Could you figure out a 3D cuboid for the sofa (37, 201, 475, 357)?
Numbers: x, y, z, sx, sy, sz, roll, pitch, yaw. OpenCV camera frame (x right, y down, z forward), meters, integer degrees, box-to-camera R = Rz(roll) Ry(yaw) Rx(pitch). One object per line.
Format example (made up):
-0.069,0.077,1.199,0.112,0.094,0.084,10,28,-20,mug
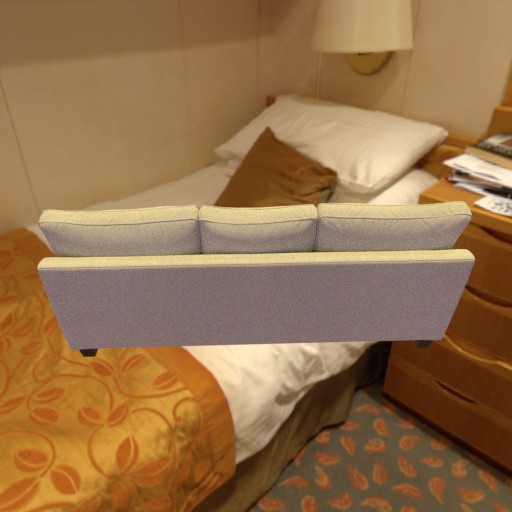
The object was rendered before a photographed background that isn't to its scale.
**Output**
0.000,0.000,2.863,2.323,0.991,1.016,-1,32,-2,sofa
